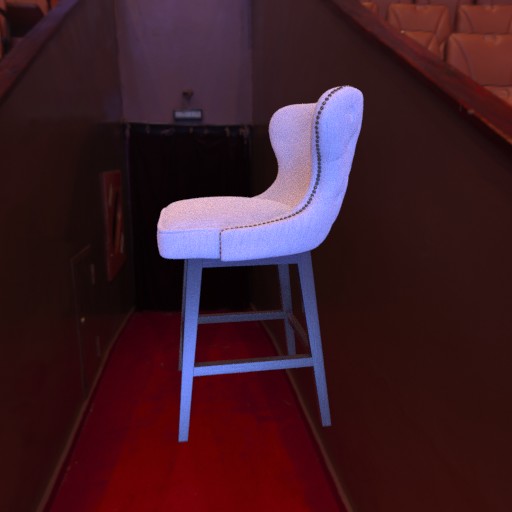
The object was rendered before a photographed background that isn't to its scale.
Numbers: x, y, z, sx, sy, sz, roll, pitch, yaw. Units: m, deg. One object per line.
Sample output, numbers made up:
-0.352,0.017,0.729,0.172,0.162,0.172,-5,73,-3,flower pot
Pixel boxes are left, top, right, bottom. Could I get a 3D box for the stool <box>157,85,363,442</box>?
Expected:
0.000,0.000,1.415,0.597,0.972,0.615,-2,14,-9,stool
